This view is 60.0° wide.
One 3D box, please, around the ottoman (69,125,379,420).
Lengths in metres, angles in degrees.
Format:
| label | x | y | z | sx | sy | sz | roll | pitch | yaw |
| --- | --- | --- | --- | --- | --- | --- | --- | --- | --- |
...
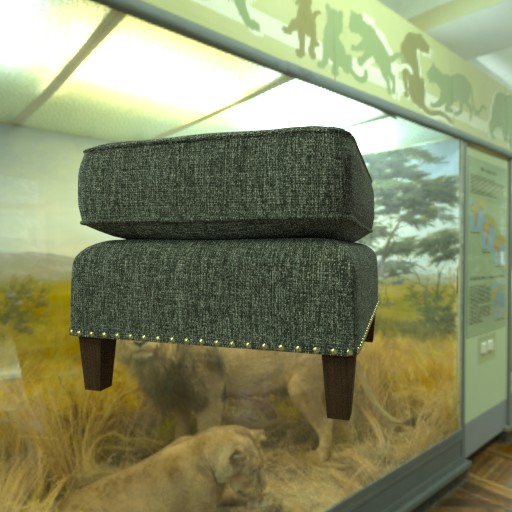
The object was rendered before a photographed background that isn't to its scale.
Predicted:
| label | x | y | z | sx | sy | sz | roll | pitch | yaw |
| --- | --- | --- | --- | --- | --- | --- | --- | --- | --- |
| ottoman | 0.000 | 0.000 | 1.148 | 0.589 | 0.537 | 0.738 | 0 | 1 | 18 |
